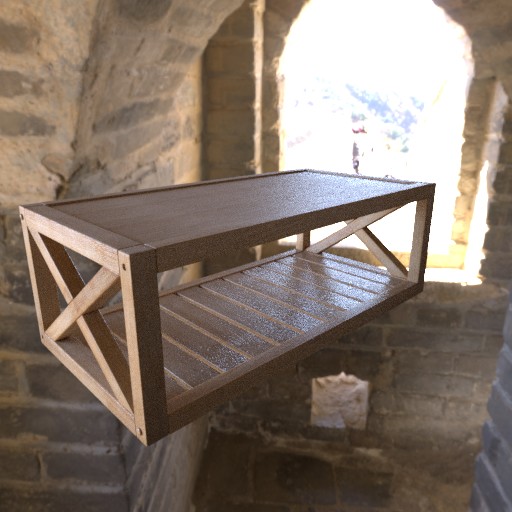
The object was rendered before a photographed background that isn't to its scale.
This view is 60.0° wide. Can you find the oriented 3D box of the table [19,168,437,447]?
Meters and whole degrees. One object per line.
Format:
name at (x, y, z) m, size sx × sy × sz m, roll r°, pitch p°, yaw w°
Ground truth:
table at (0.000, 0.000, 1.581) m, size 1.321 × 0.457 × 0.660 m, roll -17°, pitch 24°, yaw -41°
